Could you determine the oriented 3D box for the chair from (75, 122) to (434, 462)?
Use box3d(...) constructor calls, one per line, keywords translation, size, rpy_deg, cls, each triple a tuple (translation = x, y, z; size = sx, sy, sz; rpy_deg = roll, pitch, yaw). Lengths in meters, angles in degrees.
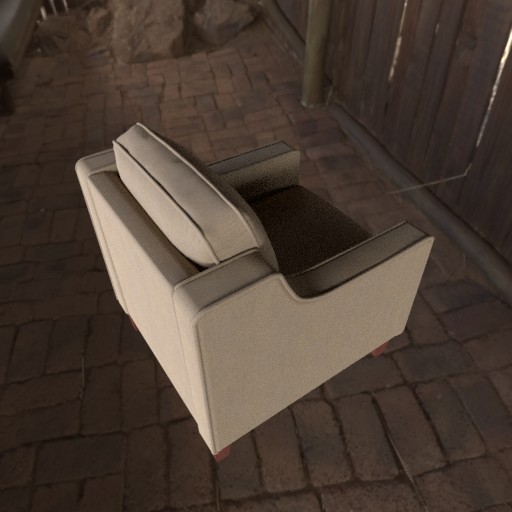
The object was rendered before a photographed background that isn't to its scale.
box3d(translation=(0.000, 0.000, 1.639), size=(0.909, 0.960, 0.831), rpy_deg=(-25, 47, -25), cls="chair")
